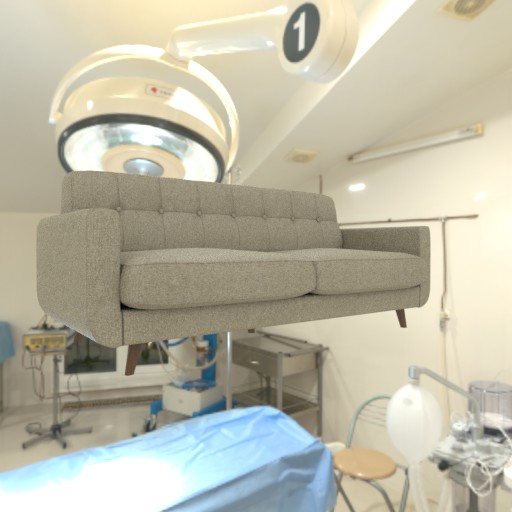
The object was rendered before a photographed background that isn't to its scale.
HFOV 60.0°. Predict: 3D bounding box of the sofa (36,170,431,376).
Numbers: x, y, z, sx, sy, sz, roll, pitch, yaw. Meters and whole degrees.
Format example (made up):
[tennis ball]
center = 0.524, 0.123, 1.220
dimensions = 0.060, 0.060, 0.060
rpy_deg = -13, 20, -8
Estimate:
[sofa]
center = 0.000, 0.000, 2.458
dimensions = 2.055, 0.873, 0.968
rpy_deg = -1, 1, -36
